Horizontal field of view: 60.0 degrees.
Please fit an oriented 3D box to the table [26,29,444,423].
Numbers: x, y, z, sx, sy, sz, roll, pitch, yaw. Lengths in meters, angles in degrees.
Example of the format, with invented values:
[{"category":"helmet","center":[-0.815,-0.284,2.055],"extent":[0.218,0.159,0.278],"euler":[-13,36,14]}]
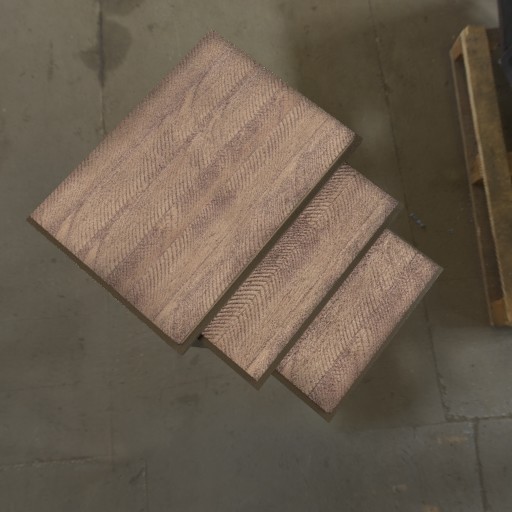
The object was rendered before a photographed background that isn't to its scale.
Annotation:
[{"category":"table","center":[0.000,0.000,1.139],"extent":[0.706,0.610,0.559],"euler":[39,80,8]}]
